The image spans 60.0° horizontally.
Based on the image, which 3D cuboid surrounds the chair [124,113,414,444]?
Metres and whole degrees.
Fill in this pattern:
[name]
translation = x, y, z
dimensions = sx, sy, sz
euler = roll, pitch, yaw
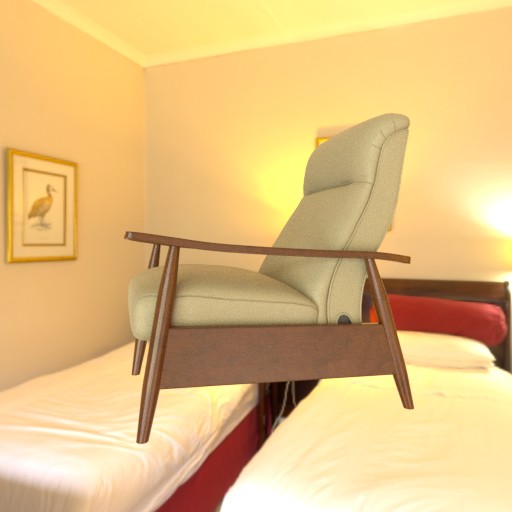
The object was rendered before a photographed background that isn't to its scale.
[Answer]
[chair]
translation = 0.000, 0.000, 1.782
dimensions = 1.014, 1.082, 0.762
euler = -1, 2, -17
